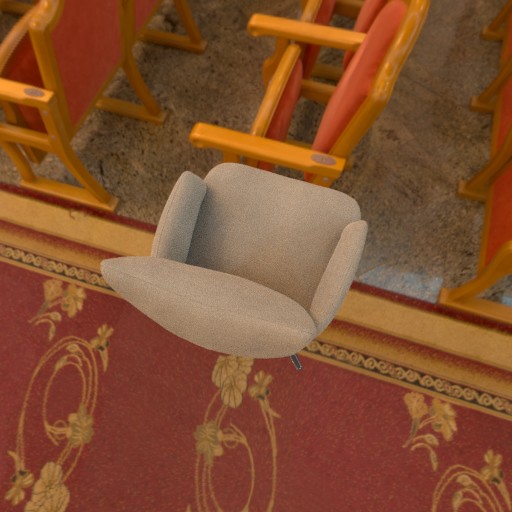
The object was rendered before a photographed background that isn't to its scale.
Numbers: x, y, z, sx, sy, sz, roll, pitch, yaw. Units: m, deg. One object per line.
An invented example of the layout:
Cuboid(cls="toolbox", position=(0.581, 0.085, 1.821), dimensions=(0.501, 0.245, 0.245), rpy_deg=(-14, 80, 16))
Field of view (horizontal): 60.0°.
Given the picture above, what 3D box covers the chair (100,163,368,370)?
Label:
Cuboid(cls="chair", position=(0.000, 0.000, 1.619), dimensions=(0.711, 1.016, 0.889), rpy_deg=(17, 65, 8))
